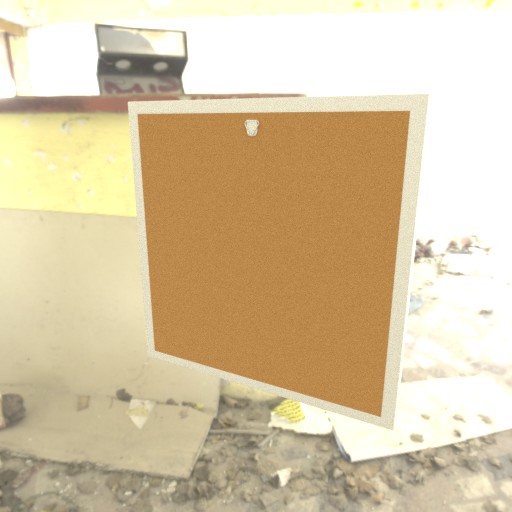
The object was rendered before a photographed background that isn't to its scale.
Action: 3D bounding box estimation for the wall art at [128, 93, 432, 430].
[{"bbox_3d":[0.000,0.000,1.137,0.761,0.762,0.050,9,19,27],"label":"wall art"}]
